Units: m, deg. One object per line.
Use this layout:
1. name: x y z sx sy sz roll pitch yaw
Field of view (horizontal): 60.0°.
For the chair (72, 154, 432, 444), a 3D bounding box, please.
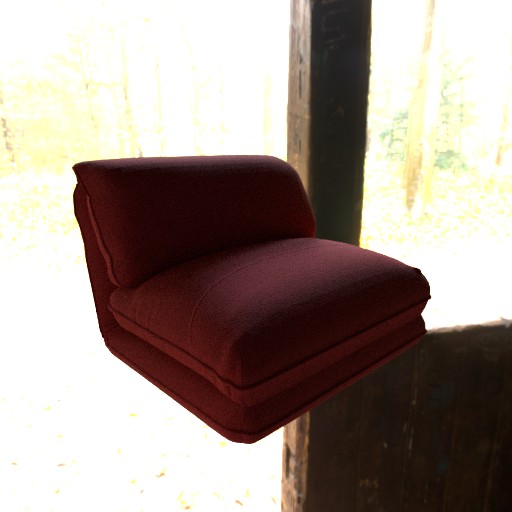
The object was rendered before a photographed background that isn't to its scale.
1. chair: 0.000 0.000 1.335 0.820 0.580 0.780 -13 20 -42
